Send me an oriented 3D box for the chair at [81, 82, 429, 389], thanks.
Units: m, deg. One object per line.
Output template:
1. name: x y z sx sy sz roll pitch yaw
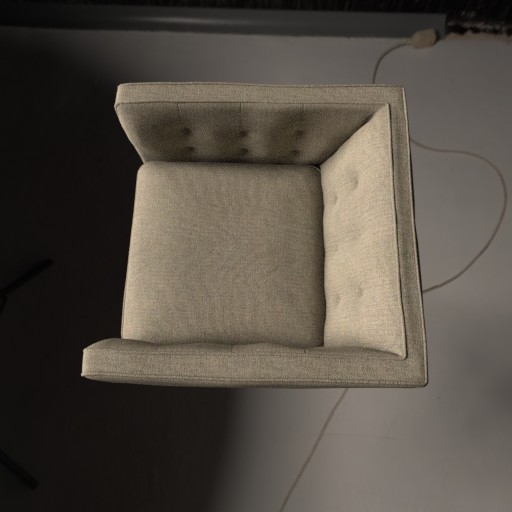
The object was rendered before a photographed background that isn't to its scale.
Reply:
1. chair: 0.000 0.000 1.614 0.912 0.799 0.920 1 74 0
